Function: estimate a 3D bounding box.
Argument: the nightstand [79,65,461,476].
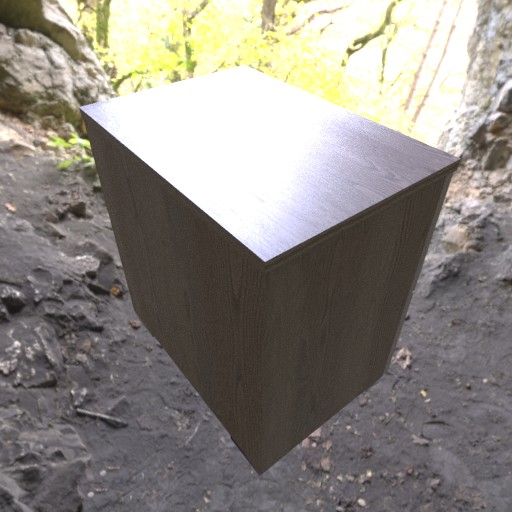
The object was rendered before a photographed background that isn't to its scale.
[{"bbox_3d":[0.000,0.000,0.757,0.325,0.461,0.442,-27,48,-28],"label":"nightstand"}]
